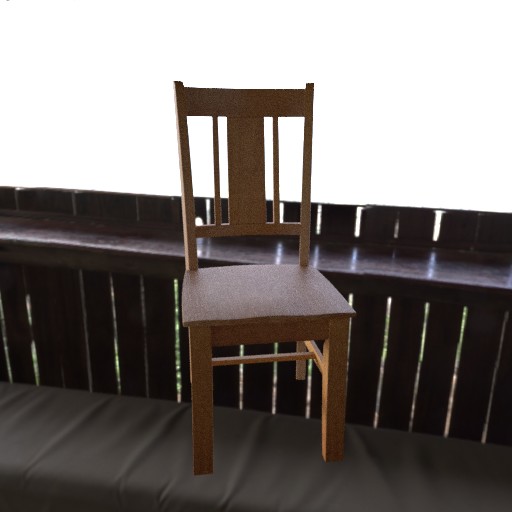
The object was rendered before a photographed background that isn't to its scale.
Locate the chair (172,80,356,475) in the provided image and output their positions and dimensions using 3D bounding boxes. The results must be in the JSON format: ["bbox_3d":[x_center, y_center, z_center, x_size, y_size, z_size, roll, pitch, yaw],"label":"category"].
[{"bbox_3d":[0.000,0.000,1.277,0.450,0.998,0.556,-2,15,-8],"label":"chair"}]
